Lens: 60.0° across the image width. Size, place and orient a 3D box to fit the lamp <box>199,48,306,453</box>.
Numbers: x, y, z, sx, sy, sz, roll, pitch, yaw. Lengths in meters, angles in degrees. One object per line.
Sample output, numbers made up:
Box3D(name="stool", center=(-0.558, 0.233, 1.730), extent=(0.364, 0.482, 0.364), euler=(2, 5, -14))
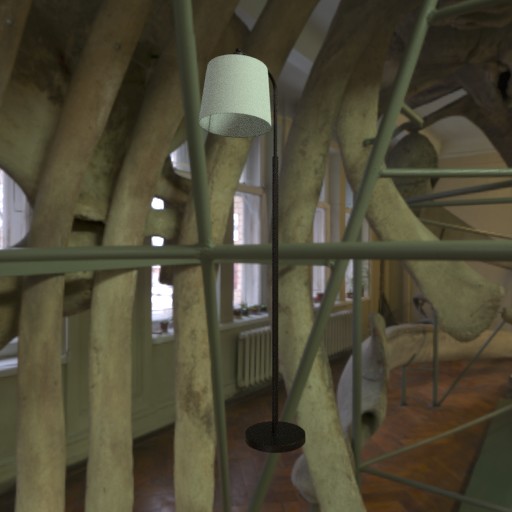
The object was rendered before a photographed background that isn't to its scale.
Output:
Box3D(name="lamp", center=(0.000, 0.000, 1.672), extent=(0.254, 1.478, 0.508), euler=(0, 1, 36))
